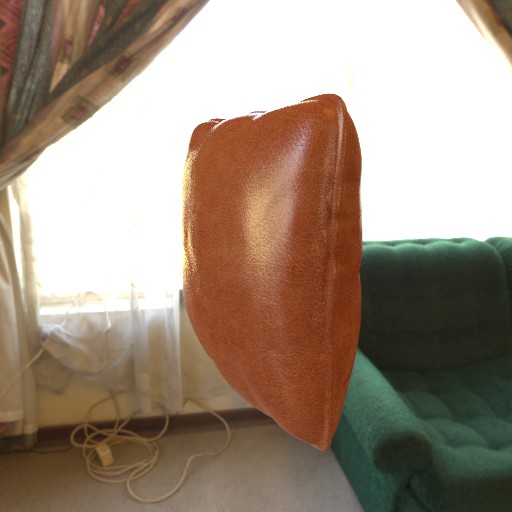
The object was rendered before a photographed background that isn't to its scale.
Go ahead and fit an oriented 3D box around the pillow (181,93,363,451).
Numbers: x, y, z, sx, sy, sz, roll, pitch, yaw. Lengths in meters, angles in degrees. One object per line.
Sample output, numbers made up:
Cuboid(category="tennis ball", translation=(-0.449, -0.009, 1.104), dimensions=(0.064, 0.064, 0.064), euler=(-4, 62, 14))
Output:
Cuboid(category="pillow", translation=(0.000, 0.000, 0.829), dimensions=(0.236, 0.523, 0.532), euler=(-6, 14, -25))
